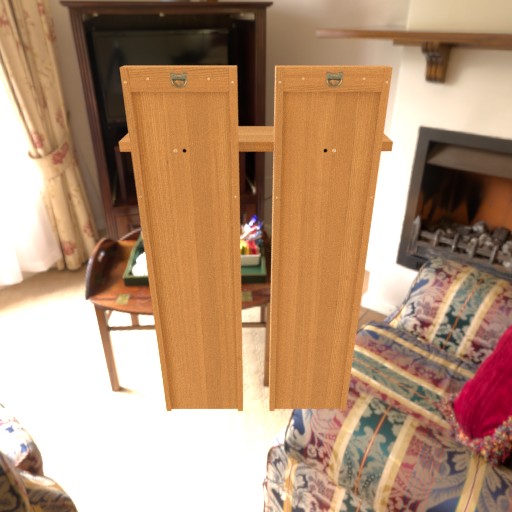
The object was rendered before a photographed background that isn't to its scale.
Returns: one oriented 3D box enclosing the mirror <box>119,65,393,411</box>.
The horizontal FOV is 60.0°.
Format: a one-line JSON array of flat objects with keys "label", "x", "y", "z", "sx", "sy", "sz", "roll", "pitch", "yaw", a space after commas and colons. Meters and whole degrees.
[{"label": "mirror", "x": 0.000, "y": 0.000, "z": 1.558, "sx": 0.800, "sy": 1.250, "sz": 0.260, "roll": 0, "pitch": 29, "yaw": 0}]
